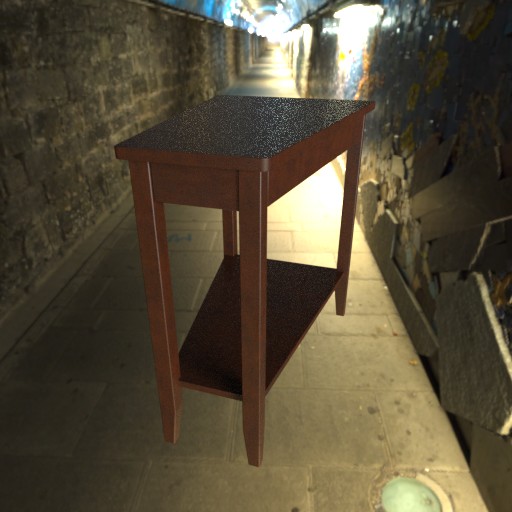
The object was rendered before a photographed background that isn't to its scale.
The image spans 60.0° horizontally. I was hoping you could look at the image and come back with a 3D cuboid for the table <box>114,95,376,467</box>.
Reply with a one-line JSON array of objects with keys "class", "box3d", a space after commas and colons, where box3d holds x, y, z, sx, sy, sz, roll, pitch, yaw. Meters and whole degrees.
[{"class": "table", "box3d": [0.000, 0.000, 0.970, 0.399, 0.589, 0.605, 8, 28, 16]}]
